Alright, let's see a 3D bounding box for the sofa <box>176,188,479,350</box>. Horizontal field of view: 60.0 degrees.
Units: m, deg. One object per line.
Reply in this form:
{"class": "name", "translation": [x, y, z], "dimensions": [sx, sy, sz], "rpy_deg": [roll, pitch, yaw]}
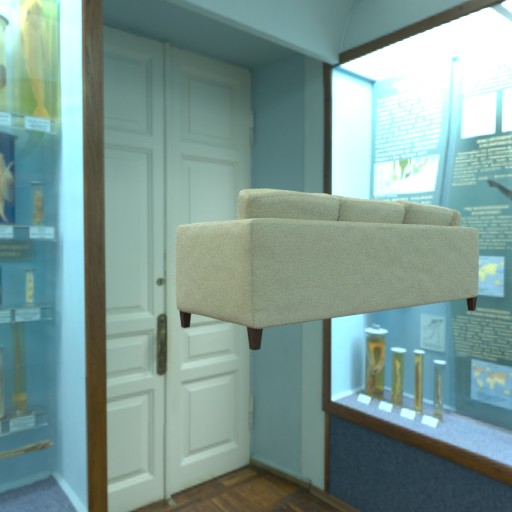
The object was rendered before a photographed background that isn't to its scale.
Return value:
{"class": "sofa", "translation": [0.000, 0.000, 4.496], "dimensions": [2.593, 0.947, 3.302], "rpy_deg": [-1, 2, -37]}
